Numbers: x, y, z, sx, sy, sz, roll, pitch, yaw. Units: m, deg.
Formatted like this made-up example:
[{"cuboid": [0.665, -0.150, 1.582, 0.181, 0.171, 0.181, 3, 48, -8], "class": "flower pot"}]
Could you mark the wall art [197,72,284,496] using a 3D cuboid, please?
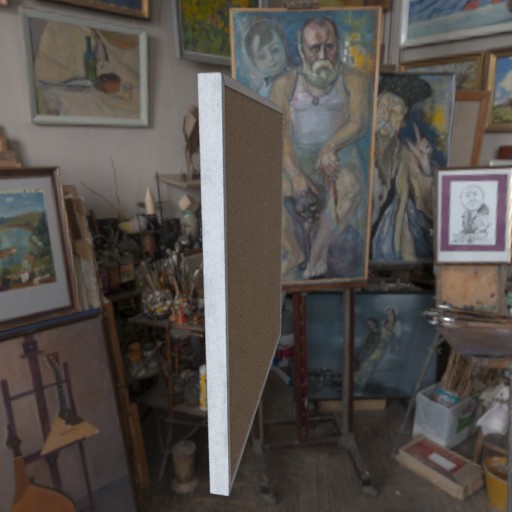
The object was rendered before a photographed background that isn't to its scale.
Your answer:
[{"cuboid": [0.000, 0.000, 1.125, 0.038, 0.762, 0.762, 3, 14, 10], "class": "wall art"}]
